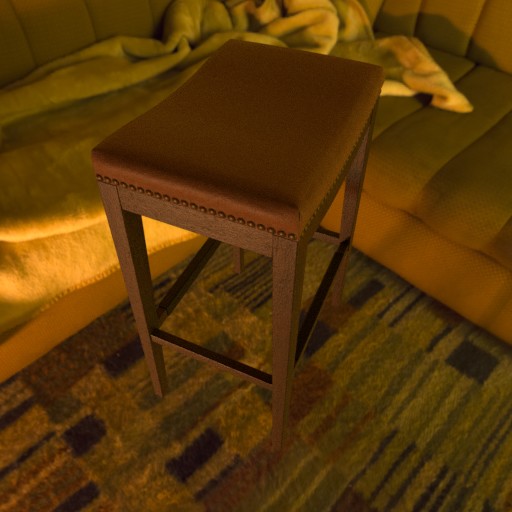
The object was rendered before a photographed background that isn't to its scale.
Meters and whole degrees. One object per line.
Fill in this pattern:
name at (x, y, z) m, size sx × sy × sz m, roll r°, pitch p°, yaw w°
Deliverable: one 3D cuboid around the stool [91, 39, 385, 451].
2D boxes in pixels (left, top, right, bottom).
stool at (0.000, 0.000, 1.012) m, size 0.361 × 0.759 × 0.500 m, roll 18°, pitch 49°, yaw 16°
